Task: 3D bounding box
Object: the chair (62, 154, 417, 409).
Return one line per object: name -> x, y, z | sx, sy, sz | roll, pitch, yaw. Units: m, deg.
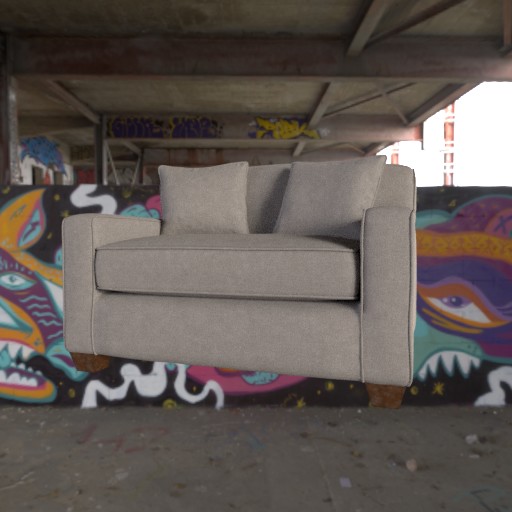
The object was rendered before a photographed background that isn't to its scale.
chair -> 0.000, 0.000, 2.032 | 1.395, 0.953, 0.992 | 1, 2, 19
